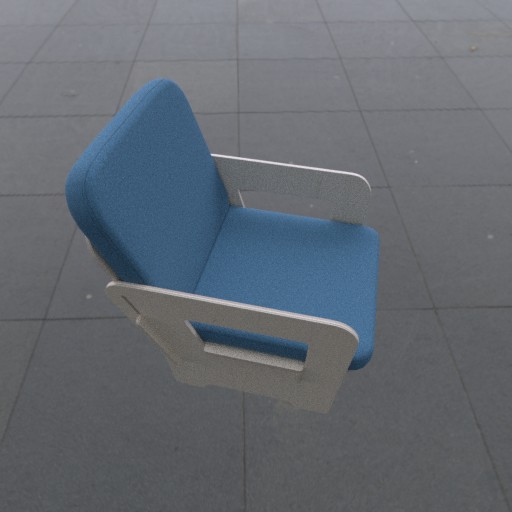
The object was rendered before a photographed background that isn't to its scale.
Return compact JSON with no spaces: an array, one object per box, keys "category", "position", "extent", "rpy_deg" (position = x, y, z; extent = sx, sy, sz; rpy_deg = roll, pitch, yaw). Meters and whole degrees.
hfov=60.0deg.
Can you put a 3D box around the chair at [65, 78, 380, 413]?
[{"category":"chair","position":[0.000,0.000,1.180],"extent":[0.657,0.747,0.547],"rpy_deg":[10,47,9]}]
